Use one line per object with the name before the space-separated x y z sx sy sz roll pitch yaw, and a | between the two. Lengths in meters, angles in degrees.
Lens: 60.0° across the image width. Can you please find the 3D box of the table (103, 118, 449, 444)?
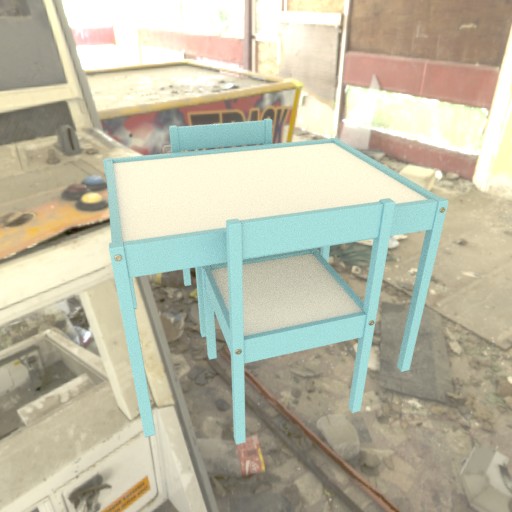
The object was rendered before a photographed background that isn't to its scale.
table | 0.000 0.000 1.081 0.639 0.503 0.633 -9 31 -15
